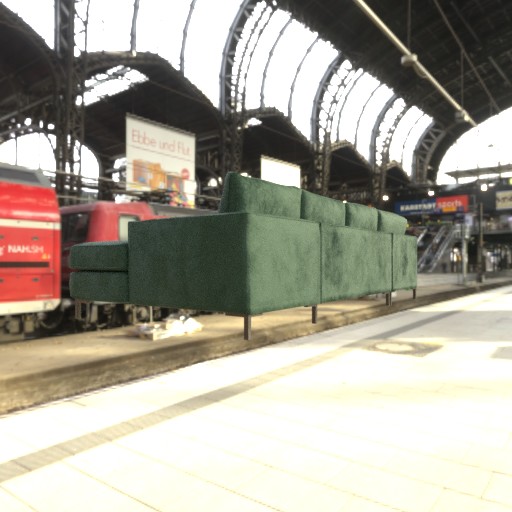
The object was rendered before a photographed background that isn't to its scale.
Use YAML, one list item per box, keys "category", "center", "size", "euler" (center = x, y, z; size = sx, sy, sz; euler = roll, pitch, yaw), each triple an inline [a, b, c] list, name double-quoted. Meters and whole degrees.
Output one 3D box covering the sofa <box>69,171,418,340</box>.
- category: "sofa"
  center: [0.000, 0.000, 3.881]
  size: [1.992, 0.861, 2.994]
  euler: [-1, -1, 35]
